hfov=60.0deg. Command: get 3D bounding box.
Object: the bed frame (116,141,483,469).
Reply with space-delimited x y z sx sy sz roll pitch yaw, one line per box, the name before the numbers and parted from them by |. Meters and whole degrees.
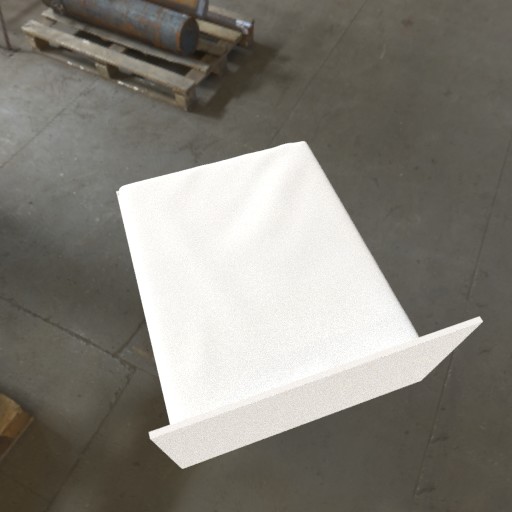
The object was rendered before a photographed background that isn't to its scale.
bed frame | 0.000 0.000 3.053 1.711 1.001 2.100 -16 59 -10
